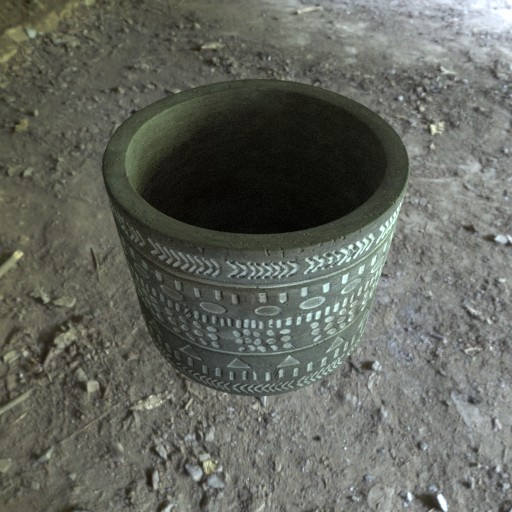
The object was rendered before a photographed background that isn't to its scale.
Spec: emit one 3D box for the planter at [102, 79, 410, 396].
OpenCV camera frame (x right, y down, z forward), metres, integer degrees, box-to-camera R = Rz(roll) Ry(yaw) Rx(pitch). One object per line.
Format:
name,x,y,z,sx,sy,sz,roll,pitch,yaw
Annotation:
planter,0.000,0.000,0.260,0.142,0.149,0.142,0,46,0
